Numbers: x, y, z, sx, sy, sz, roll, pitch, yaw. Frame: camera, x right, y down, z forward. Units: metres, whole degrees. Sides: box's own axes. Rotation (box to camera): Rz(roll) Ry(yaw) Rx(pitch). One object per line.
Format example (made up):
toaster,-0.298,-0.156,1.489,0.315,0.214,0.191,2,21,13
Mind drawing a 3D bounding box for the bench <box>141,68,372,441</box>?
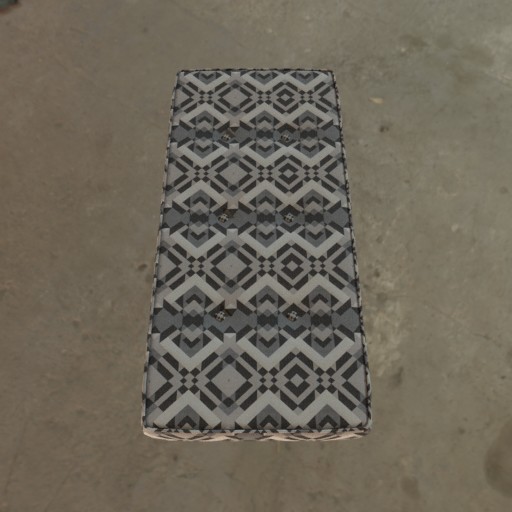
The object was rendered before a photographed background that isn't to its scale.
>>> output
bench,0.000,0.000,1.301,0.492,0.477,1.016,0,65,0
